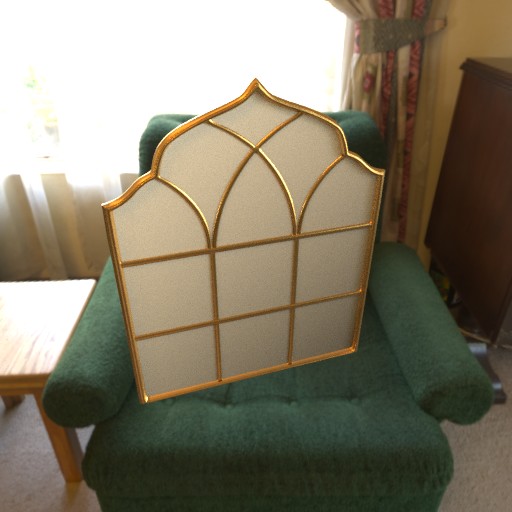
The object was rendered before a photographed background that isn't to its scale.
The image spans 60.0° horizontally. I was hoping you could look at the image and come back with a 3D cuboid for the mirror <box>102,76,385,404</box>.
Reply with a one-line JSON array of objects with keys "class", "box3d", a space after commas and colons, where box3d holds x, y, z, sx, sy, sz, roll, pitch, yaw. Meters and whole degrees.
[{"class": "mirror", "box3d": [0.000, 0.000, 0.838, 0.513, 0.635, 0.018, -10, 33, -15]}]
